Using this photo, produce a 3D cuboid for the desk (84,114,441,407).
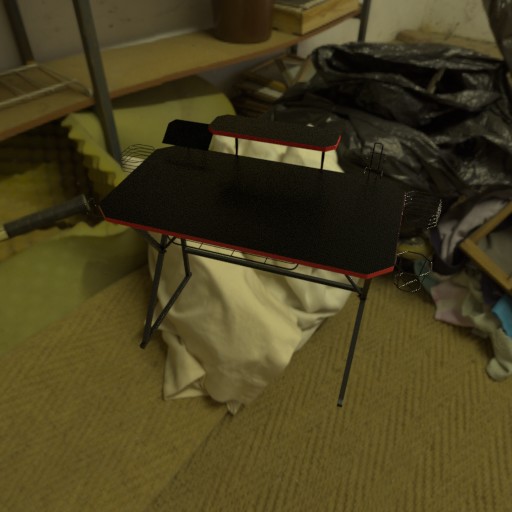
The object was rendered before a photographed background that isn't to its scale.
[{"bbox_3d":[0.000,0.000,1.807,1.280,0.913,0.588,13,43,14],"label":"desk"}]
